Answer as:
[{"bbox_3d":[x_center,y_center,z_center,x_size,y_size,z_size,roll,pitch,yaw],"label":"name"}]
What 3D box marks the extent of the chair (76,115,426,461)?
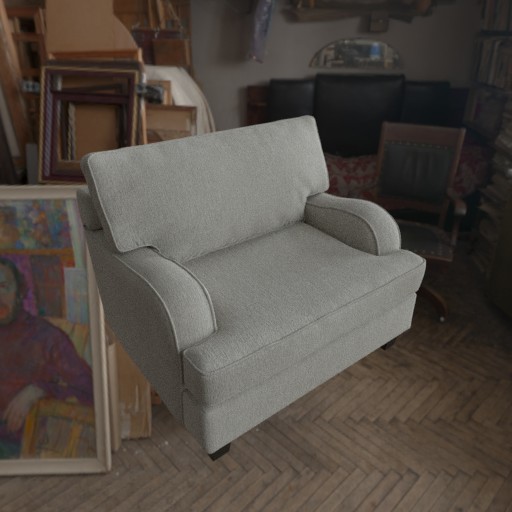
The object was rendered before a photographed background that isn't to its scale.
[{"bbox_3d":[0.000,0.000,2.016,1.220,1.016,1.041,-21,35,-32],"label":"chair"}]
